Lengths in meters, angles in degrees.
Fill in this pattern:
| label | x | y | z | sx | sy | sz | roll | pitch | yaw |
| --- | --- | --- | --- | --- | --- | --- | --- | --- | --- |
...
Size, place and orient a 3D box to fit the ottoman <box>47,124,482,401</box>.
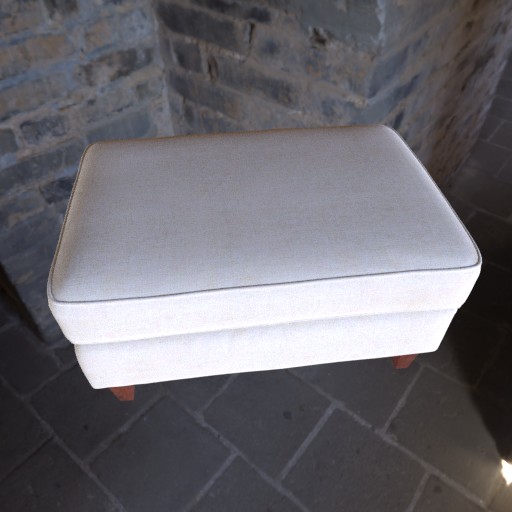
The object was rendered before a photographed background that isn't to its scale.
| label | x | y | z | sx | sy | sz | roll | pitch | yaw |
| --- | --- | --- | --- | --- | --- | --- | --- | --- | --- |
| ottoman | 0.000 | 0.000 | 1.169 | 0.862 | 0.484 | 0.583 | -5 | 46 | -5 |
